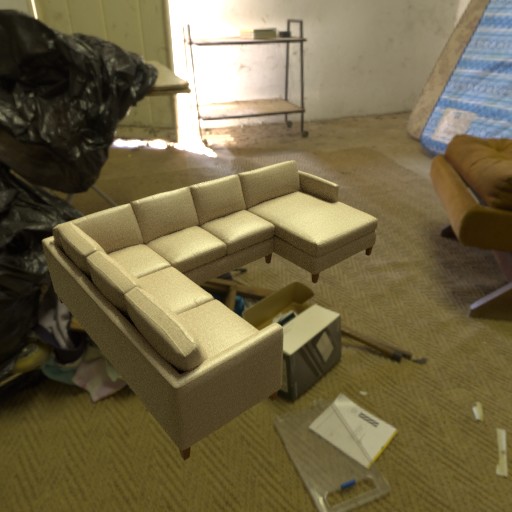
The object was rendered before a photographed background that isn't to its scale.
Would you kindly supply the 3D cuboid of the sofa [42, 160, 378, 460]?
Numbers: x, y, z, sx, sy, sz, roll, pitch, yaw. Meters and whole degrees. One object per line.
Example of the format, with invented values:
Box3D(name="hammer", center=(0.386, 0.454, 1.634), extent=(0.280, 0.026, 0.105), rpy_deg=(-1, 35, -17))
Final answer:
Box3D(name="sofa", center=(0.000, 0.000, 4.620), extent=(3.460, 0.961, 2.594), rpy_deg=(-23, 37, -34))
